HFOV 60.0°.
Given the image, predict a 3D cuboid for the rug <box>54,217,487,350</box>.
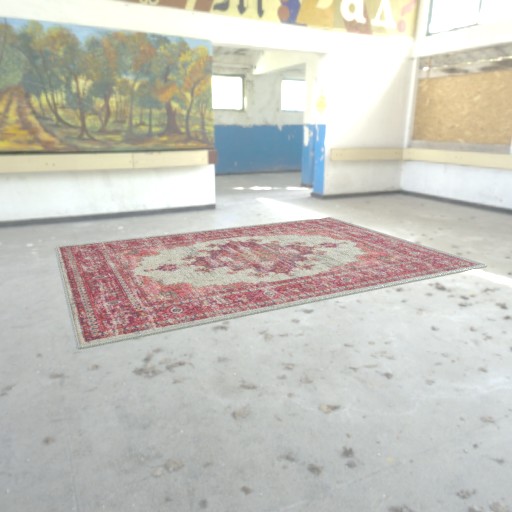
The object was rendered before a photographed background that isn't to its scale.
[{"bbox_3d":[0.000,0.000,2.161,1.747,0.011,1.217,-8,18,-25],"label":"rug"}]
